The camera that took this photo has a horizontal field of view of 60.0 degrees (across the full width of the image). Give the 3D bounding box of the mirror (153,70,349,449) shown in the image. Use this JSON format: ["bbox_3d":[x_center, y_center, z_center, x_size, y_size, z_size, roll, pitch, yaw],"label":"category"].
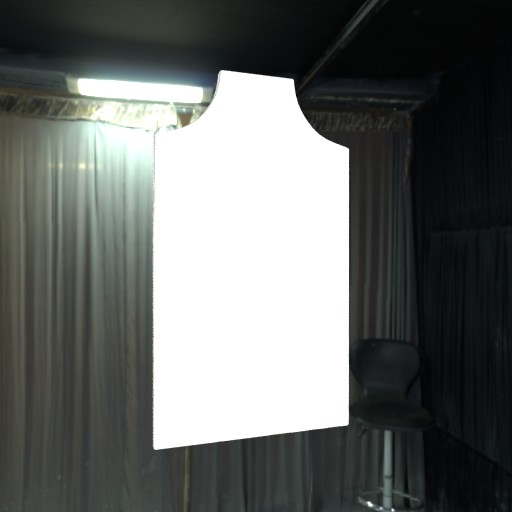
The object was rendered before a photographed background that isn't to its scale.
[{"bbox_3d":[0.000,0.000,0.889,0.403,0.717,0.022,0,0,-17],"label":"mirror"}]
